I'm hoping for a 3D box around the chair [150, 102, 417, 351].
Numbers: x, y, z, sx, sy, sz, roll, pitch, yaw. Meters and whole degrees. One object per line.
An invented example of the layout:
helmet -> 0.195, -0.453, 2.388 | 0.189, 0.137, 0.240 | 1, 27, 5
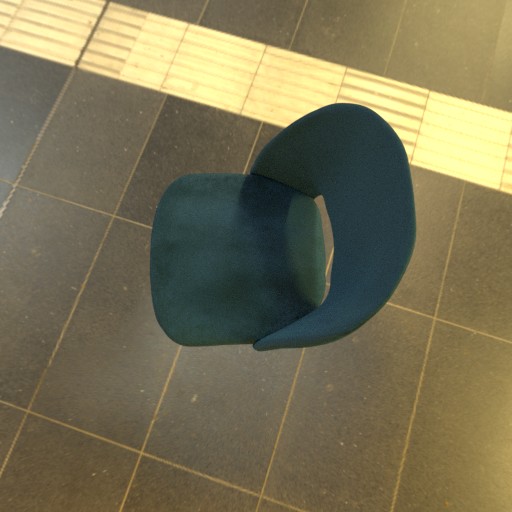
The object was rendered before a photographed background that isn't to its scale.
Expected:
chair -> 0.000, 0.000, 1.216 | 0.577, 0.860, 0.527 | -1, 75, 0
